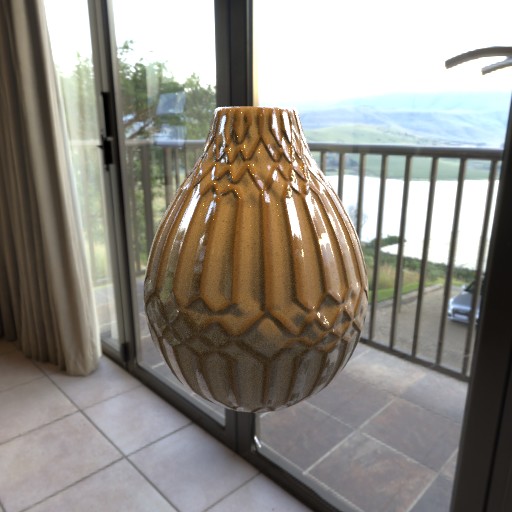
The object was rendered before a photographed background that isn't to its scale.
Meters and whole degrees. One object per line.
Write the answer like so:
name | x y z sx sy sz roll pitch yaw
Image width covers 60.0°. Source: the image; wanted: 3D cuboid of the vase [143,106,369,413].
vase | 0.000 0.000 0.316 0.159 0.200 0.159 0 16 0
